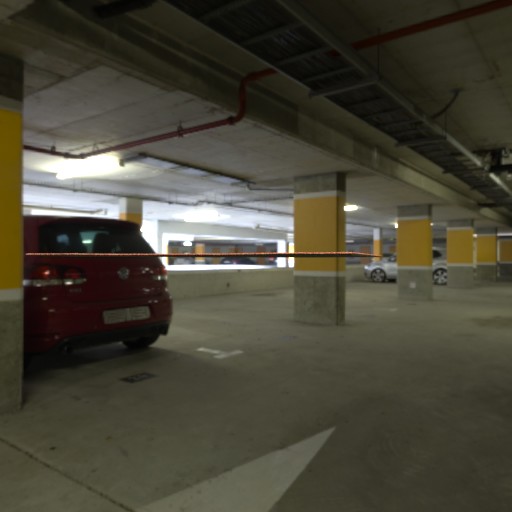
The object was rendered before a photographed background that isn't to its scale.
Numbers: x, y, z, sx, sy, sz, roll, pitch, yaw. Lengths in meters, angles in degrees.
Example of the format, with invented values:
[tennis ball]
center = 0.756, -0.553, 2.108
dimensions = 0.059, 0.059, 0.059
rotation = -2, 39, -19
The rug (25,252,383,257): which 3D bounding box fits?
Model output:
[rug]
center = 0.000, 0.000, 2.215
dimensions = 1.139, 0.011, 1.747
rotation = 0, 0, 19
